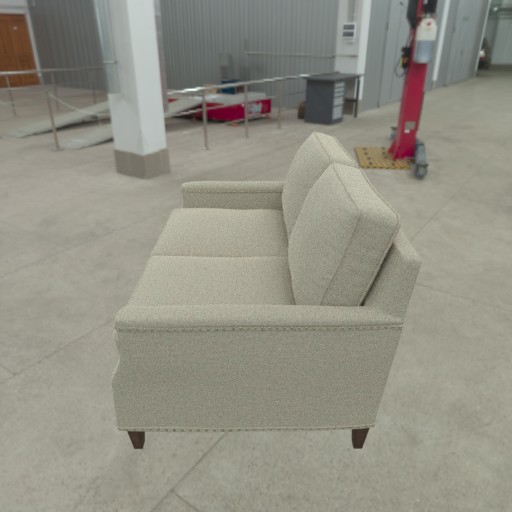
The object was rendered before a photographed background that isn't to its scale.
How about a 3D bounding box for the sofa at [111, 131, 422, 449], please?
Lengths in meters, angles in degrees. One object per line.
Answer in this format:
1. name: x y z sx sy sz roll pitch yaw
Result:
1. sofa: 0.000 0.000 2.232 1.084 1.003 1.597 0 26 0
